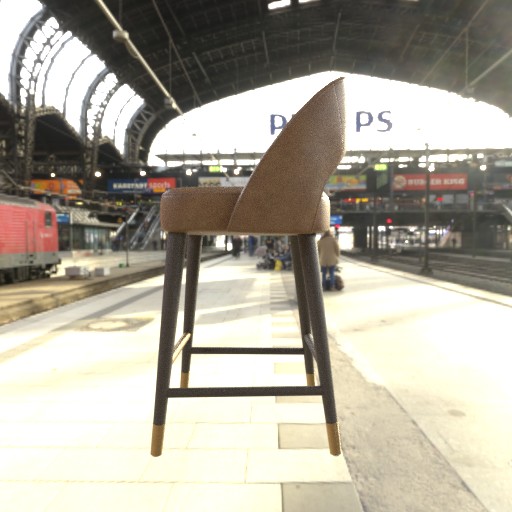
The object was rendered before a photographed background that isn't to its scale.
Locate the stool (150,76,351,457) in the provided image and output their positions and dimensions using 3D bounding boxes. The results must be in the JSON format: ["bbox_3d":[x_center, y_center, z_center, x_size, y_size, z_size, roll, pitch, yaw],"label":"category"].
[{"bbox_3d":[0.000,0.000,1.260,0.509,0.940,0.494,0,2,0],"label":"stool"}]
